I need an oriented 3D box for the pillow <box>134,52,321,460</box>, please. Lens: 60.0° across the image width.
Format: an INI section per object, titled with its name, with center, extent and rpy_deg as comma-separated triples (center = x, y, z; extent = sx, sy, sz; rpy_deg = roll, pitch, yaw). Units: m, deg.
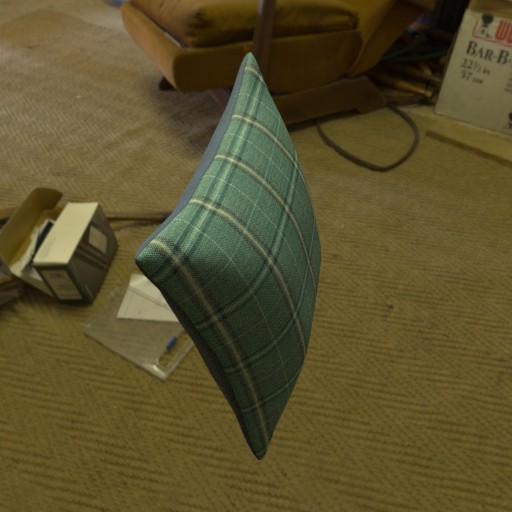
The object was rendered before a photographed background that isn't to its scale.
[pillow]
center = 0.000, 0.000, 0.681
extent = 0.200, 0.430, 0.453
rpy_deg = 9, 47, 8
